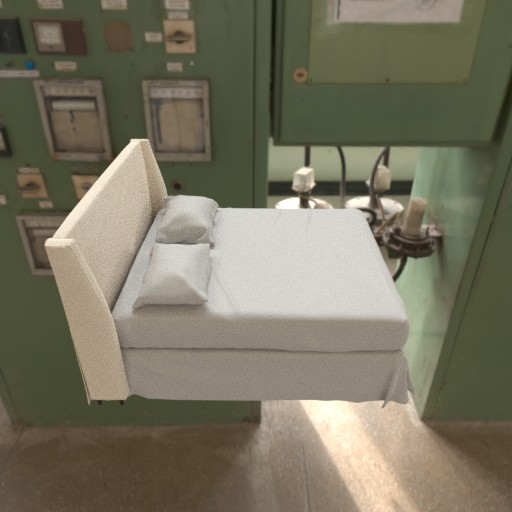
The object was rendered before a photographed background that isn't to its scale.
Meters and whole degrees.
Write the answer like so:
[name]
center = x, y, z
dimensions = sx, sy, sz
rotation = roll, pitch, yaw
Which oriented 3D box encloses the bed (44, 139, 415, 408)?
[bed]
center = 0.000, 0.000, 3.501
dimensions = 2.276, 1.332, 1.925
rotation = 0, 32, 1
